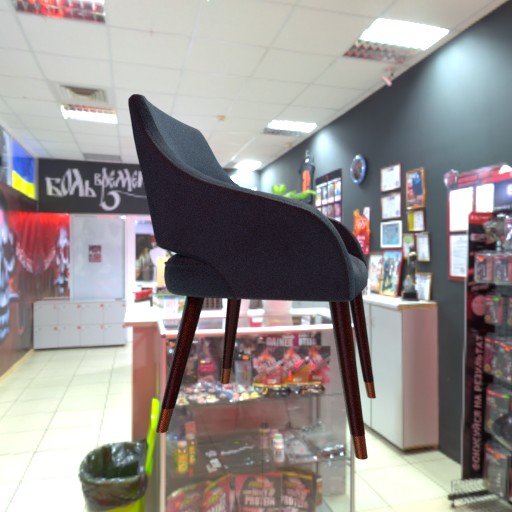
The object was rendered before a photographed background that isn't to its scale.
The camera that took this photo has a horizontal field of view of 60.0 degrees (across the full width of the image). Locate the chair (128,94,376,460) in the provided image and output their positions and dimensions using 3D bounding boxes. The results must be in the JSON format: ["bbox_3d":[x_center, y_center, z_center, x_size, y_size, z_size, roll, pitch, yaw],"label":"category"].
[{"bbox_3d":[0.000,0.000,1.556,0.794,1.081,0.683,0,0,17],"label":"chair"}]
